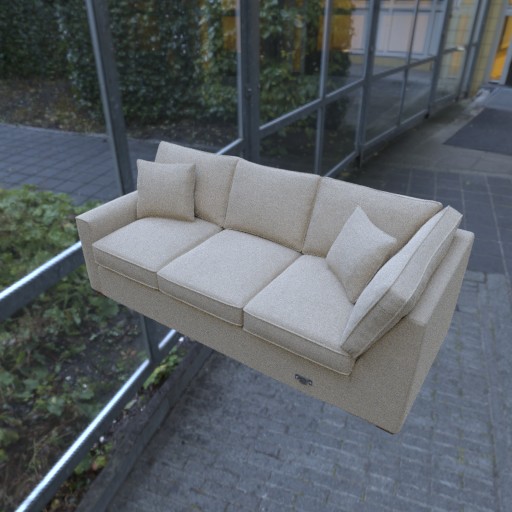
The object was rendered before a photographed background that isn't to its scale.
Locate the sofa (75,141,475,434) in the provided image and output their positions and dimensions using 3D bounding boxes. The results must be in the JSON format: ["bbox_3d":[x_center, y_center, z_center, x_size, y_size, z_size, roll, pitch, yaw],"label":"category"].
[{"bbox_3d":[0.000,0.000,2.839,2.317,0.962,1.061,19,36,29],"label":"sofa"}]
